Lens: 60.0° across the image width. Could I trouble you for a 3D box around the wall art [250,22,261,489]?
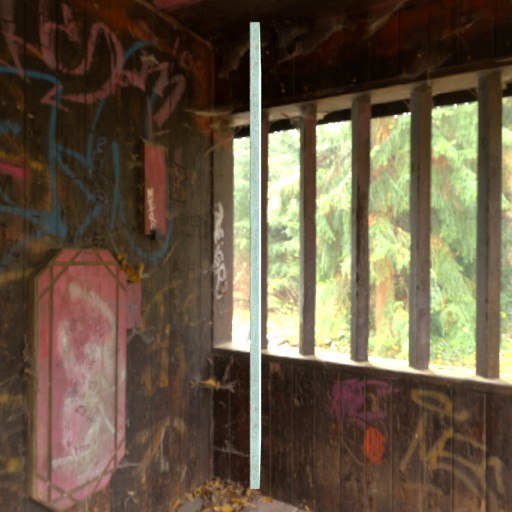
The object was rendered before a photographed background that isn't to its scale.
[{"bbox_3d":[0.000,0.000,1.321,0.025,1.219,0.329,0,0,1],"label":"wall art"}]
